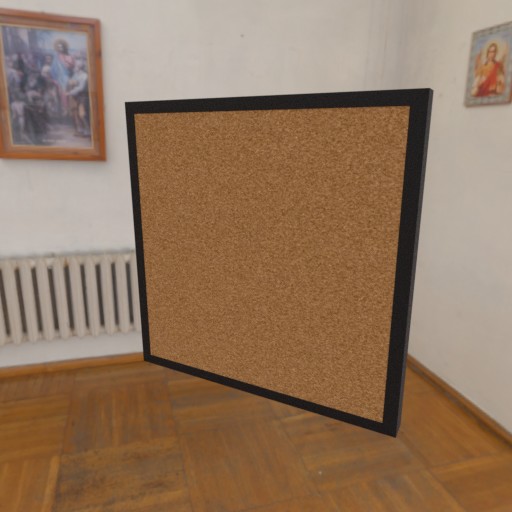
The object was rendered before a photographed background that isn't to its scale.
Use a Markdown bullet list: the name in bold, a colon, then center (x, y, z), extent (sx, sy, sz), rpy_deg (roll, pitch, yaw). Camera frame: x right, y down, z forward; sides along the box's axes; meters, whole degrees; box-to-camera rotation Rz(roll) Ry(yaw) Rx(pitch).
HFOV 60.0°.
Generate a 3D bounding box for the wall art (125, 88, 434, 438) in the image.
- **wall art**: center (0.000, 0.000, 0.743), extent (0.506, 0.503, 0.036), rpy_deg (8, 17, 27)
